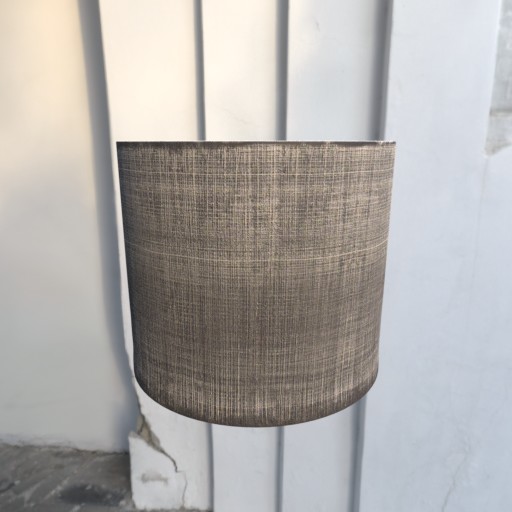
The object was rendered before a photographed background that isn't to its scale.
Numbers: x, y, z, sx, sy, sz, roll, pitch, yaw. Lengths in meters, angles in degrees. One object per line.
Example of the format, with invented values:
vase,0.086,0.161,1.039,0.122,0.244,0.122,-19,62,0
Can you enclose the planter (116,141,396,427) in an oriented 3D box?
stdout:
planter,0.000,0.000,0.314,0.178,0.157,0.178,0,14,0
